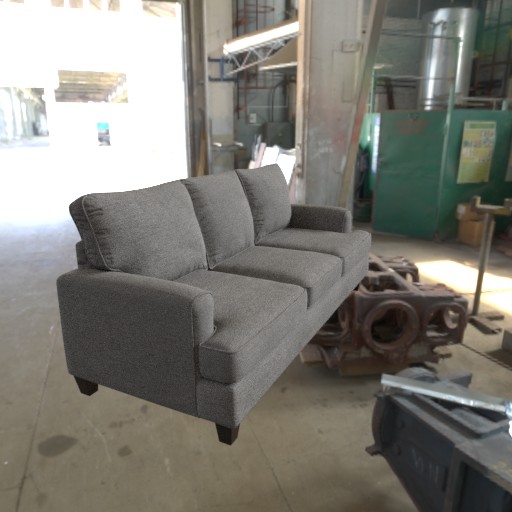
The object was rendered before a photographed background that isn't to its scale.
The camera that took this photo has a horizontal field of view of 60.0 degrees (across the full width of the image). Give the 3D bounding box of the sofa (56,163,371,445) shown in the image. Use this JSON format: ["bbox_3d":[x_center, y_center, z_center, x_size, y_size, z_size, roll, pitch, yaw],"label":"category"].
[{"bbox_3d":[0.000,0.000,2.697,0.951,0.965,2.158,8,18,26],"label":"sofa"}]
